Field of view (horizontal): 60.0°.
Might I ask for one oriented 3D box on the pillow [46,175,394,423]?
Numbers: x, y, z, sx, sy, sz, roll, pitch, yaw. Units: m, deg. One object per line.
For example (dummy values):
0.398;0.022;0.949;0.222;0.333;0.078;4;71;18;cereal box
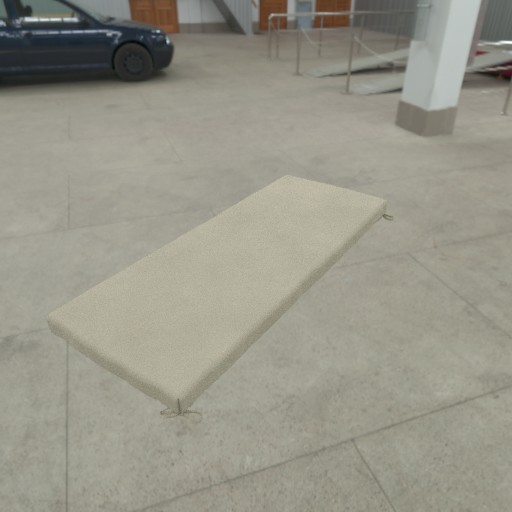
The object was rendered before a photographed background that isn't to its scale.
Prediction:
0.000;0.000;1.390;0.492;0.081;1.187;20;38;29;pillow
